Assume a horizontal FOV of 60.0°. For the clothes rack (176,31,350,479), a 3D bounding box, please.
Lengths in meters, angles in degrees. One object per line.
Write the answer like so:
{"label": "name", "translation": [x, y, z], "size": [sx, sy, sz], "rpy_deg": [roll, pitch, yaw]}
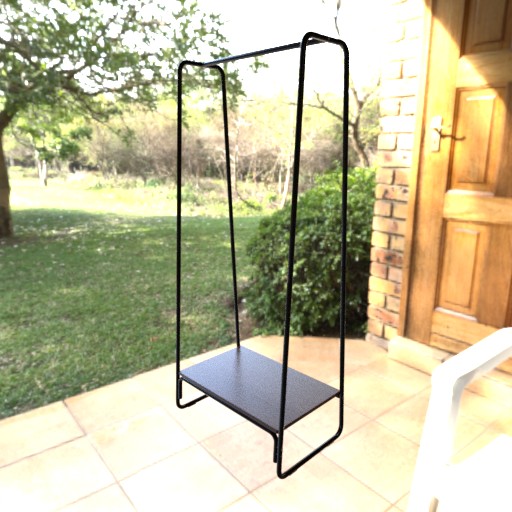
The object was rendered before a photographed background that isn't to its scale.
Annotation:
{"label": "clothes rack", "translation": [0.000, 0.000, 1.753], "size": [0.400, 1.500, 0.640], "rpy_deg": [-13, 19, -43]}
